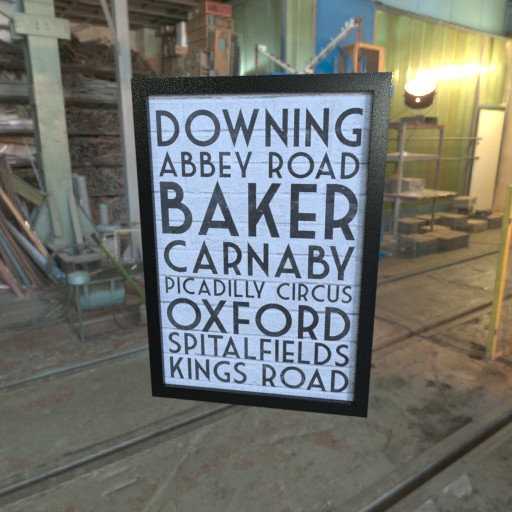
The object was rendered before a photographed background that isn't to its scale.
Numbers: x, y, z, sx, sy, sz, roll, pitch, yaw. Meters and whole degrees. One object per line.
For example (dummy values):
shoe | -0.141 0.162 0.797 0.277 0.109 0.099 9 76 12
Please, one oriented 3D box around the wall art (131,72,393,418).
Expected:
wall art | 0.000 0.000 0.864 0.462 0.656 0.019 2 15 9
